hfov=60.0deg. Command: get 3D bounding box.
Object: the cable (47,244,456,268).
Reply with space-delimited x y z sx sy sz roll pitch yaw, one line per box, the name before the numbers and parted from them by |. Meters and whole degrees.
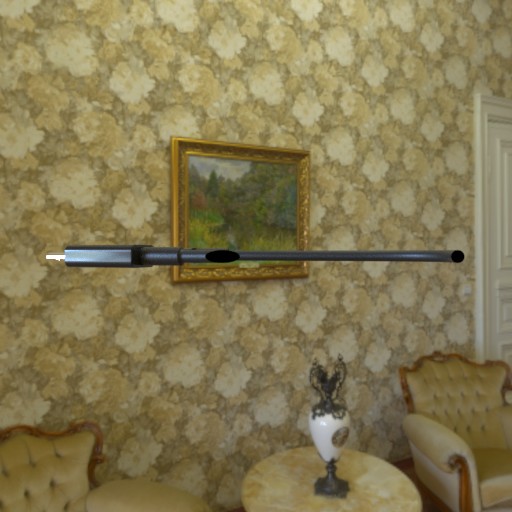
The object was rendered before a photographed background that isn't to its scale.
cable | 0.000 0.000 0.114 0.098 0.006 0.040 0 0 18
